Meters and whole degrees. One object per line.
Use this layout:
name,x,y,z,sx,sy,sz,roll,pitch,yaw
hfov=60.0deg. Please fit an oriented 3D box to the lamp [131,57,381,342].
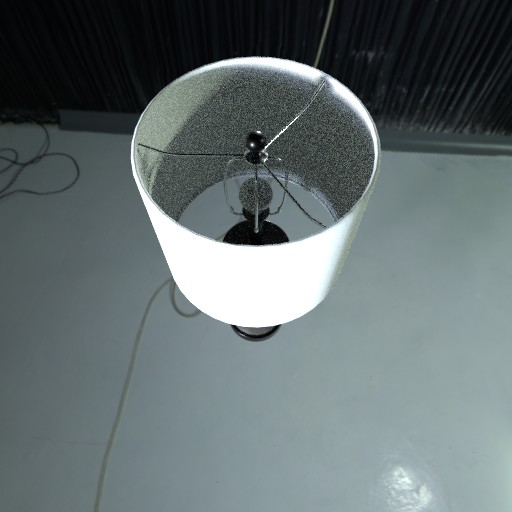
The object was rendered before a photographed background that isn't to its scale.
lamp,0.000,0.000,0.814,0.305,0.634,0.305,-1,63,0
